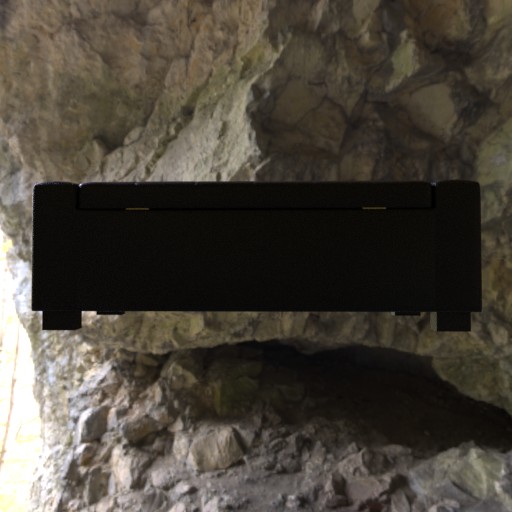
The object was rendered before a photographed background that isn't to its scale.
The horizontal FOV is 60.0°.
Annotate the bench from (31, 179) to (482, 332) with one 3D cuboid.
[{"bbox_3d":[0.000,0.000,1.515,1.296,0.445,0.508,0,-1,1],"label":"bench"}]
